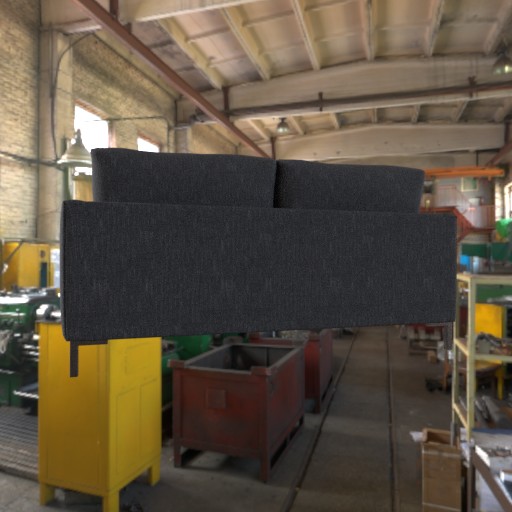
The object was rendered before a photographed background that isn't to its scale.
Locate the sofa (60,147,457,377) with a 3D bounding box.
[{"bbox_3d":[0.000,0.000,2.200,1.716,0.862,0.866,0,0,-17],"label":"sofa"}]
